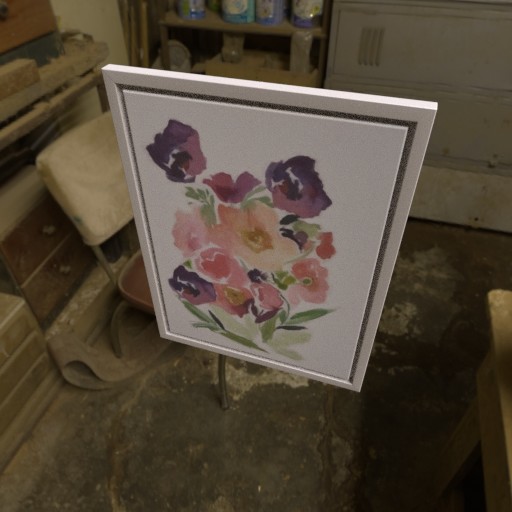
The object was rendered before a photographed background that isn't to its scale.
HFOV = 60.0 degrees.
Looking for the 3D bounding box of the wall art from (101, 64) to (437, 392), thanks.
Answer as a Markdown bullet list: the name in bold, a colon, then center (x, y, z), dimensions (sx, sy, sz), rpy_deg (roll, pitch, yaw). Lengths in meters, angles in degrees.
- **wall art**: center (0.000, 0.000, 1.374), dimensions (0.805, 1.056, 0.042), rpy_deg (12, 42, 14)
